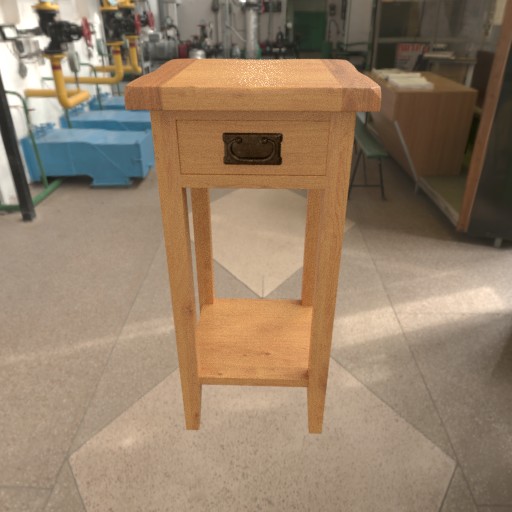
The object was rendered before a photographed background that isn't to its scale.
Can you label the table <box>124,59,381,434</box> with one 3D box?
[{"bbox_3d":[0.000,0.000,0.950,0.360,0.740,0.360,1,30,2],"label":"table"}]
